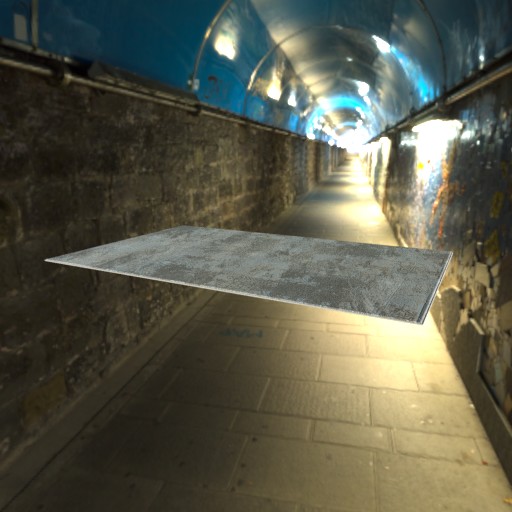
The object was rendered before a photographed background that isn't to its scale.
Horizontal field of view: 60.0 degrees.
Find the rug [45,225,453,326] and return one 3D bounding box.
[{"bbox_3d":[0.000,0.000,3.113,2.431,0.012,1.536,7,15,27],"label":"rug"}]
